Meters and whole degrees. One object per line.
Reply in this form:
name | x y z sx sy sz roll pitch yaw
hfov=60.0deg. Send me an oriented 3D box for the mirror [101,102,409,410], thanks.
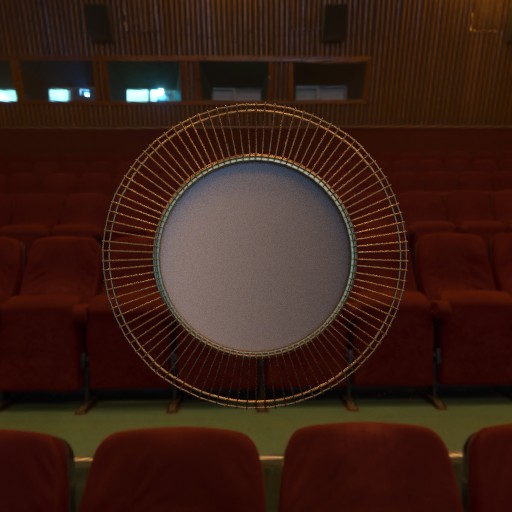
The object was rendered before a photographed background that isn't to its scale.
mirror | 0.000 0.000 1.042 0.703 0.703 0.067 0 -1 -2
